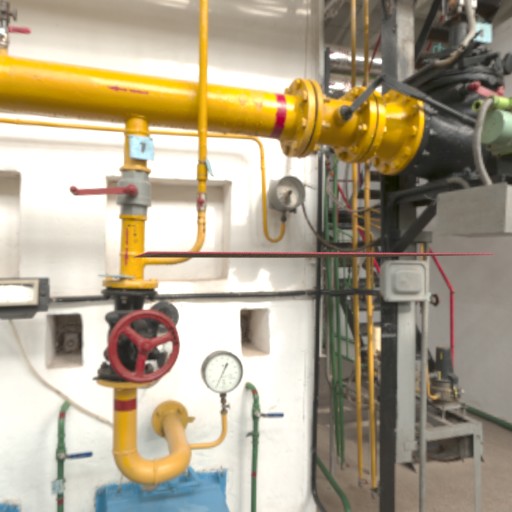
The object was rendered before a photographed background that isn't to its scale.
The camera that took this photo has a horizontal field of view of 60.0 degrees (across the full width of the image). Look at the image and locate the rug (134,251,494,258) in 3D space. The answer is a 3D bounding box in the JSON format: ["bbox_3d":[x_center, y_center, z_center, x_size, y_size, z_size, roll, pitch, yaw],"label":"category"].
[{"bbox_3d":[0.000,0.000,2.956,1.534,0.010,2.423,0,-1,-17],"label":"rug"}]
